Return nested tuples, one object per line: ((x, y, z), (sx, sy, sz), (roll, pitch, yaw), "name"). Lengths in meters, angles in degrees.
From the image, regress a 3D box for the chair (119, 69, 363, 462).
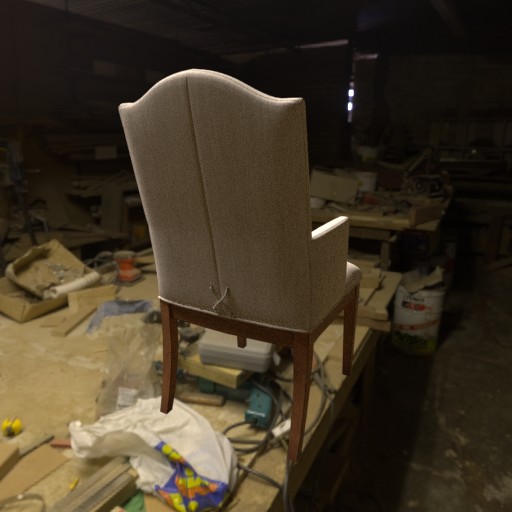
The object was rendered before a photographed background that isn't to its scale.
((0.000, 0.000, 1.376), (0.533, 1.016, 0.641), (9, 18, 27), "chair")
